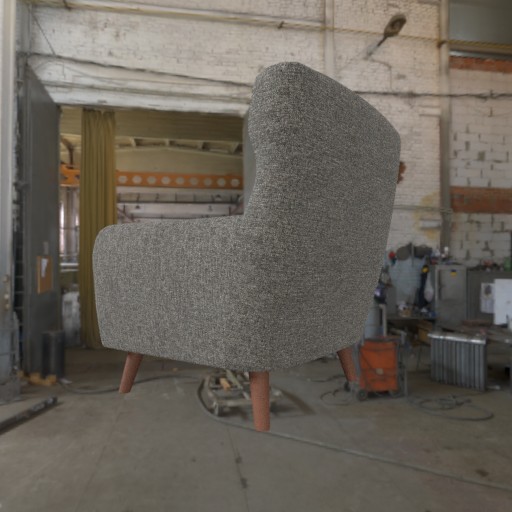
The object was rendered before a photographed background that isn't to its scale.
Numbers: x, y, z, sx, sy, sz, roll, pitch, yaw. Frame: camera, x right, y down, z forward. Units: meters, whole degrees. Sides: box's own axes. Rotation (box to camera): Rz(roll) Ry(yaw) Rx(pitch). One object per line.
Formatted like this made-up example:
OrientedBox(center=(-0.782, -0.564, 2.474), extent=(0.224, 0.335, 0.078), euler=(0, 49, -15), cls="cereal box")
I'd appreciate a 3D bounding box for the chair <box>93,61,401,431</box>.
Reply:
OrientedBox(center=(0.000, 0.000, 1.724), extent=(0.940, 1.039, 0.889), euler=(-1, -1, 36), cls="chair")
